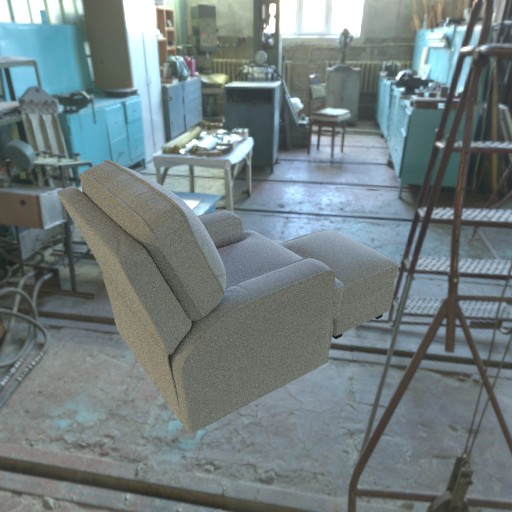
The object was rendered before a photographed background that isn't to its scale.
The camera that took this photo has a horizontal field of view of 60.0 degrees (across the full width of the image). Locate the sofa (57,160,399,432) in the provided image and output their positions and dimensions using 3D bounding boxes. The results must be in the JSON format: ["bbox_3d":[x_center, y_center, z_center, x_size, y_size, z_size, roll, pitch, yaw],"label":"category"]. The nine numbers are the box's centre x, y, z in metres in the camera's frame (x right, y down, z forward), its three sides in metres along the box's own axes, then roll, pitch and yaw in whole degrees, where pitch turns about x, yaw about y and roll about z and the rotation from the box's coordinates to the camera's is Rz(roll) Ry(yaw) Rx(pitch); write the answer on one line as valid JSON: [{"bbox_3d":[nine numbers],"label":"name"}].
[{"bbox_3d":[0.000,0.000,2.074,1.472,0.959,0.861,-17,32,-31],"label":"sofa"}]
